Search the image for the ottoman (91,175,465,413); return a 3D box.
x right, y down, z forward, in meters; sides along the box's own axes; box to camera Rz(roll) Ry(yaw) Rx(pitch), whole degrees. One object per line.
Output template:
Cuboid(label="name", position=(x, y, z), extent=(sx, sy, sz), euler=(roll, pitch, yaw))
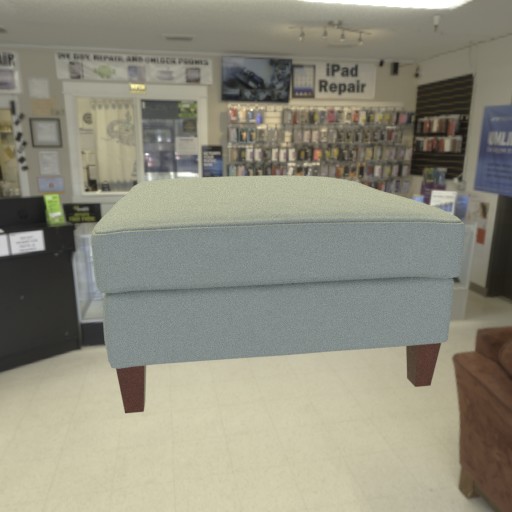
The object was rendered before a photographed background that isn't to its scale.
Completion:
Cuboid(label="ottoman", position=(0.000, 0.000, 1.453), extent=(0.842, 0.494, 0.991), euler=(-2, 15, -9))
